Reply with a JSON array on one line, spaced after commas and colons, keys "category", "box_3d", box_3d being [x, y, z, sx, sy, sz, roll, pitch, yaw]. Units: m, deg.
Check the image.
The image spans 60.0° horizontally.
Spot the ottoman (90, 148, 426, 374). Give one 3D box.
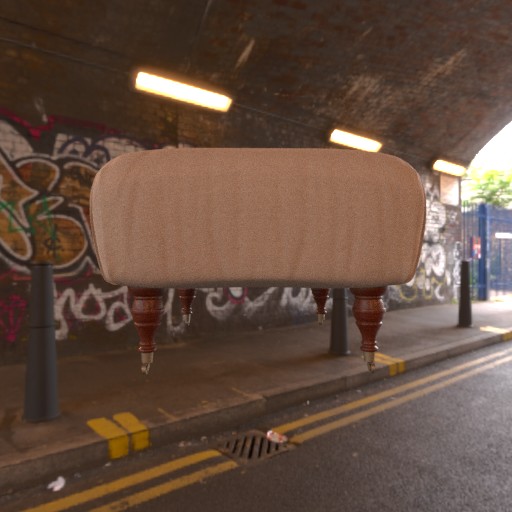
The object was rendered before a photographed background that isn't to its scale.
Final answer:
[{"category": "ottoman", "box_3d": [0.000, 0.000, 1.143, 0.639, 0.450, 0.746, 0, 0, -1]}]
